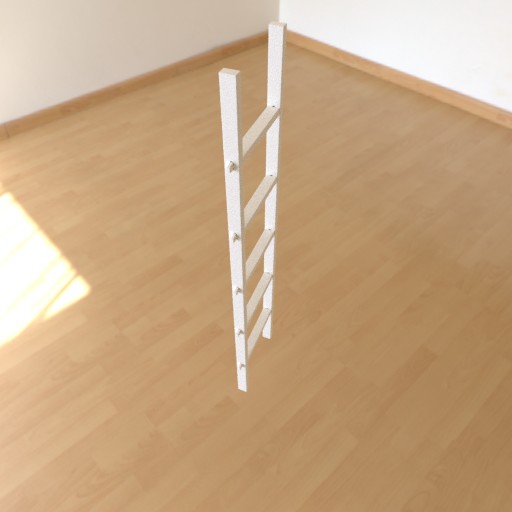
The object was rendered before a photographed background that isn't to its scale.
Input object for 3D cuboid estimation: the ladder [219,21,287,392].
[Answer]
[{"bbox_3d":[0.000,0.000,1.951,0.051,1.797,0.452,16,49,15],"label":"ladder"}]
